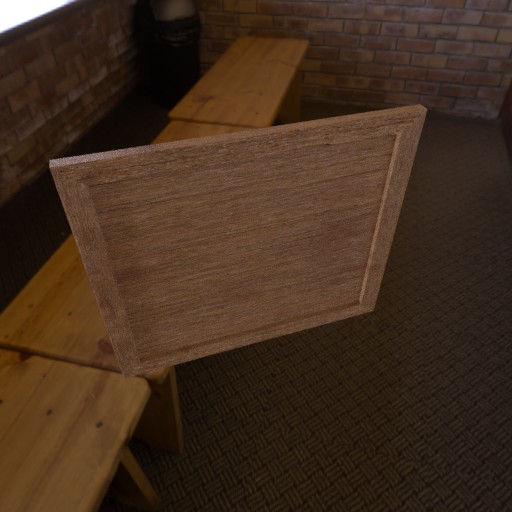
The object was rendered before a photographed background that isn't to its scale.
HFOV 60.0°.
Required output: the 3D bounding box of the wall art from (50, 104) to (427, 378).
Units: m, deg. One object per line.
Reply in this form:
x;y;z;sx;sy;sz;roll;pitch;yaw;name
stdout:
0.000;0.000;0.980;0.690;0.588;0.026;-13;43;-14;wall art
